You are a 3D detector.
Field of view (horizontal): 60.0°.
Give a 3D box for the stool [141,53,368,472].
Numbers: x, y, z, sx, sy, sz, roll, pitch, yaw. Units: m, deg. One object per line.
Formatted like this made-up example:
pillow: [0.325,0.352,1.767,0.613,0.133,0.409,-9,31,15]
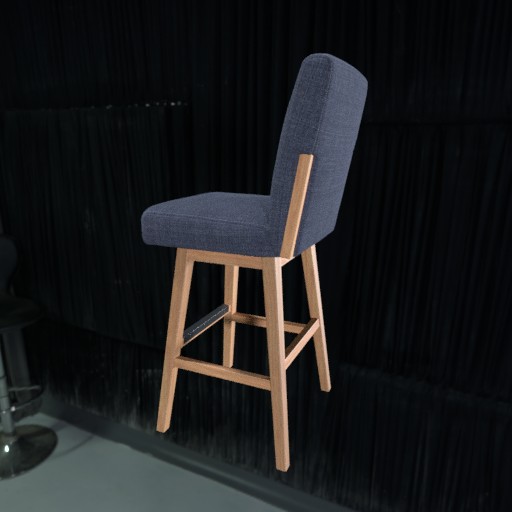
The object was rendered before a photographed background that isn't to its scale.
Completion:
stool: [0.000,0.000,1.410,0.570,1.112,0.483,7,16,24]
